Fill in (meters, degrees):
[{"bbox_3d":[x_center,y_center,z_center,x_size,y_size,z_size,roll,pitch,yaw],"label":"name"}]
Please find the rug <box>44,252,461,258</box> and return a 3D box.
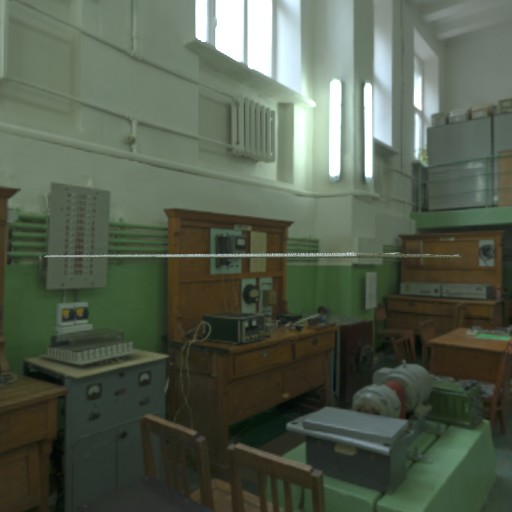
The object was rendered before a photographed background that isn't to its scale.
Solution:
[{"bbox_3d":[0.000,0.000,4.123,3.052,0.030,2.429,0,0,36],"label":"rug"}]
